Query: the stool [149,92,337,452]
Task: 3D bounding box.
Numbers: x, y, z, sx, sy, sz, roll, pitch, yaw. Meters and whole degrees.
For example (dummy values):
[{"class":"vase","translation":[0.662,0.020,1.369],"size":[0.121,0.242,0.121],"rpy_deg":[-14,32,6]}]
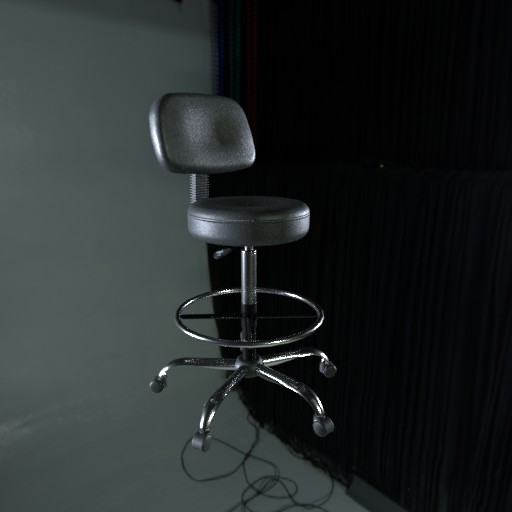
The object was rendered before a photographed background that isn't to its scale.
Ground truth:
[{"class":"stool","translation":[0.000,0.000,1.489],"size":[0.658,1.069,0.694],"rpy_deg":[14,20,43]}]
